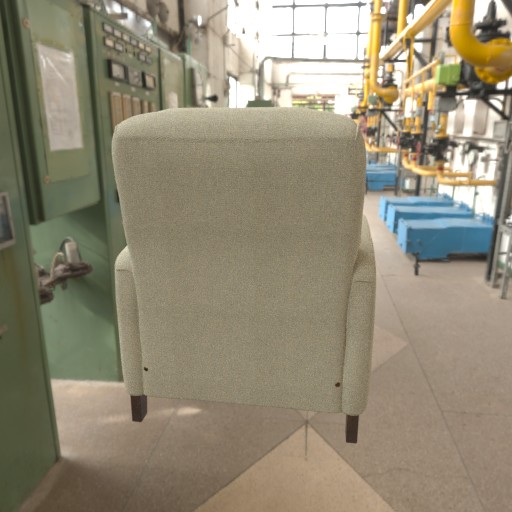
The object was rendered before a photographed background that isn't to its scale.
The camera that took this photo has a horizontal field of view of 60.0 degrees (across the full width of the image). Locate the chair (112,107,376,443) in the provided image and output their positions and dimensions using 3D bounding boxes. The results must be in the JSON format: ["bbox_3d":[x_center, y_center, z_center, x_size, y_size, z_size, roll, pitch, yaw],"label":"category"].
[{"bbox_3d":[0.000,0.000,1.633,0.850,1.006,0.853,2,16,8],"label":"chair"}]
